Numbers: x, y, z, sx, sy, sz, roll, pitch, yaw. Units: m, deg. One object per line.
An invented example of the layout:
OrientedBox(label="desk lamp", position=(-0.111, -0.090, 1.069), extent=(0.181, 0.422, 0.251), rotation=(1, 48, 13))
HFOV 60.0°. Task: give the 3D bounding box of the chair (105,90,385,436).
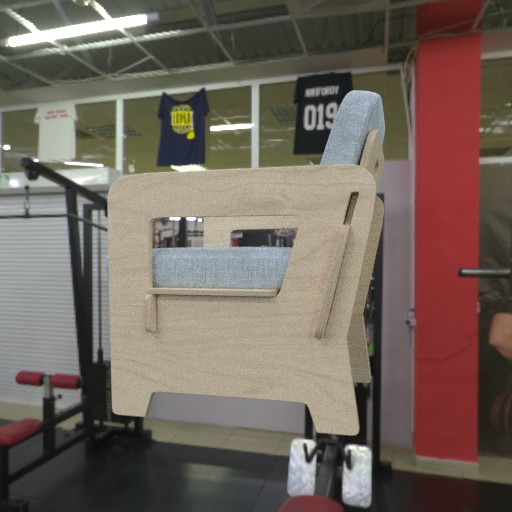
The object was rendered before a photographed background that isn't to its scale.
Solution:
OrientedBox(label="chair", position=(0.000, 0.000, 1.284), extent=(0.710, 0.800, 0.590), rotation=(0, 0, 18))
